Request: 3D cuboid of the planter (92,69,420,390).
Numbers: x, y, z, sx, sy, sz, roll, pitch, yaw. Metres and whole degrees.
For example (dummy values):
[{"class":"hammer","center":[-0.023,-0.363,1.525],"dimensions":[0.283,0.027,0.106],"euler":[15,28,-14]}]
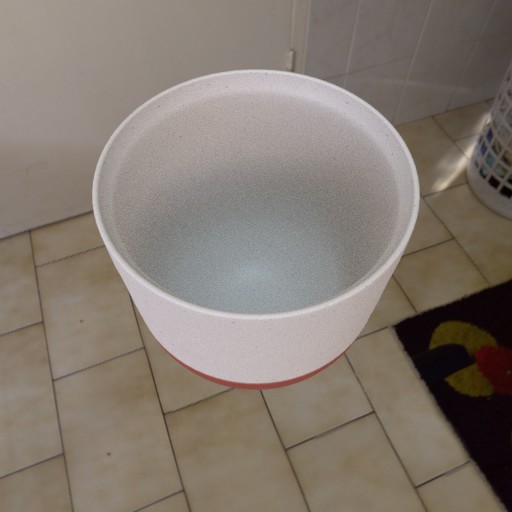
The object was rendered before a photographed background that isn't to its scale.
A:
[{"class":"planter","center":[0.000,0.000,0.479],"dimensions":[0.268,0.270,0.268],"euler":[0,58,0]}]
